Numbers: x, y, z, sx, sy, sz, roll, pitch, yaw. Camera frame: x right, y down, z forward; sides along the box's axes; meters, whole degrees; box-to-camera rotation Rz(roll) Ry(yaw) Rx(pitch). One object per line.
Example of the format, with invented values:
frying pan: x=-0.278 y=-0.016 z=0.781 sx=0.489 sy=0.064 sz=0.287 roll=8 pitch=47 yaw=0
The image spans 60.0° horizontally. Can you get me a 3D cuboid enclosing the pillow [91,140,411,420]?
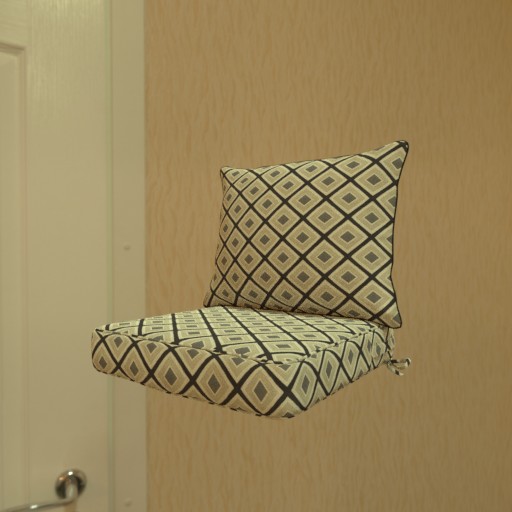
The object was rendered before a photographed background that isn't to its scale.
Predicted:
pillow: x=0.000 y=0.000 z=1.373 sx=0.798 sy=0.722 sz=0.733 roll=1 pitch=1 yaw=36
